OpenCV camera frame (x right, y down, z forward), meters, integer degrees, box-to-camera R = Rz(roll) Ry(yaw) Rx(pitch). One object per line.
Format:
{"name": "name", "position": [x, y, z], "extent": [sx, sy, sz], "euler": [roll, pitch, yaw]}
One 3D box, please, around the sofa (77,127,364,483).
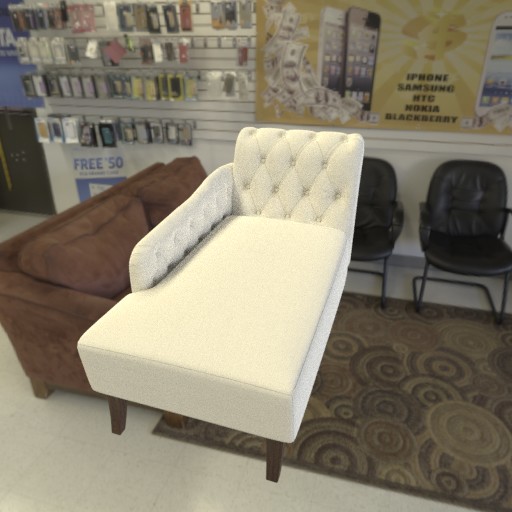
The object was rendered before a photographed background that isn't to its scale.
{"name": "sofa", "position": [0.000, 0.000, 1.782], "extent": [0.675, 0.787, 1.379], "euler": [9, 28, 17]}
